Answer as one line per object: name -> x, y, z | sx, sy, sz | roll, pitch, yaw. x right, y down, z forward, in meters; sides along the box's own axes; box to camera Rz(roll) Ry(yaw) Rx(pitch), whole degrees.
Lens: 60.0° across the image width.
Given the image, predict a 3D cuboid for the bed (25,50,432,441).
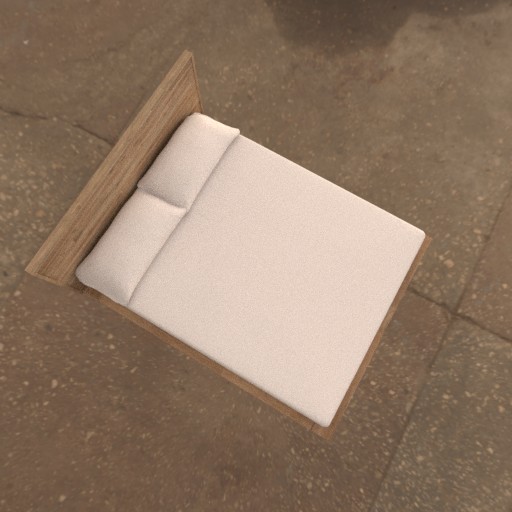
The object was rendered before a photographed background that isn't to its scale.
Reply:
bed -> 0.000, 0.000, 3.179 | 2.145, 1.071, 1.759 | 29, 78, 7
